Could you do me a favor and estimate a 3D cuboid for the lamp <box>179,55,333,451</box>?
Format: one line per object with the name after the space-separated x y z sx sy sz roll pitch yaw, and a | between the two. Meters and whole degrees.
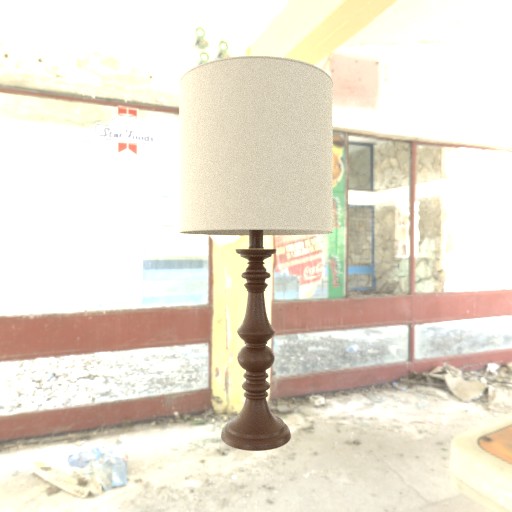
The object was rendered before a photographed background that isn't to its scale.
0.000 0.000 0.734 0.250 0.597 0.250 0 1 -2 | lamp
